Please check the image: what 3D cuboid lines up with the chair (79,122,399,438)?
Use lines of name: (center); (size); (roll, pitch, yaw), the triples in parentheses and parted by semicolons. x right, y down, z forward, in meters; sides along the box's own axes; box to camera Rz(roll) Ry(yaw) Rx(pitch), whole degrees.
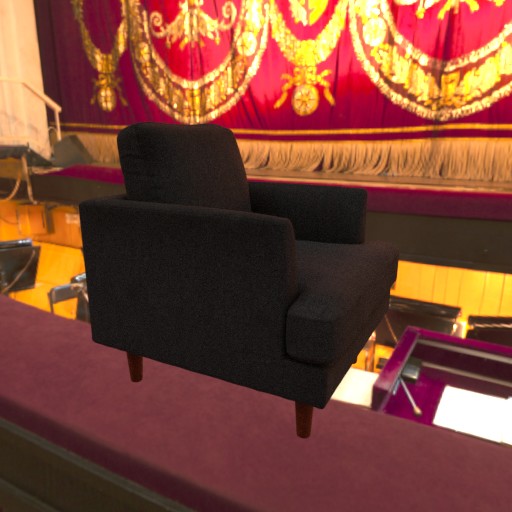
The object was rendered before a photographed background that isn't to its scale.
chair: (0.000, 0.000, 1.645); (0.899, 0.957, 0.858); (8, 17, 27)
